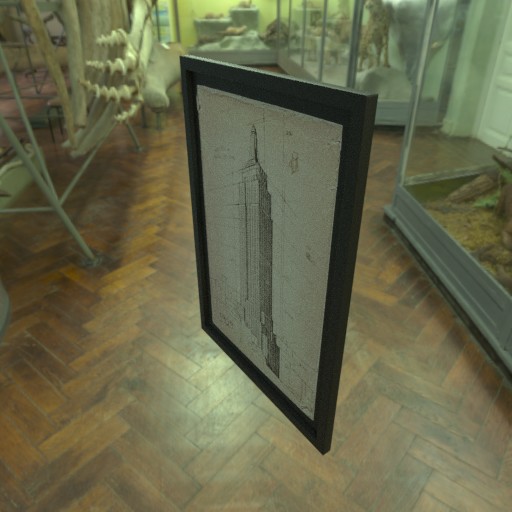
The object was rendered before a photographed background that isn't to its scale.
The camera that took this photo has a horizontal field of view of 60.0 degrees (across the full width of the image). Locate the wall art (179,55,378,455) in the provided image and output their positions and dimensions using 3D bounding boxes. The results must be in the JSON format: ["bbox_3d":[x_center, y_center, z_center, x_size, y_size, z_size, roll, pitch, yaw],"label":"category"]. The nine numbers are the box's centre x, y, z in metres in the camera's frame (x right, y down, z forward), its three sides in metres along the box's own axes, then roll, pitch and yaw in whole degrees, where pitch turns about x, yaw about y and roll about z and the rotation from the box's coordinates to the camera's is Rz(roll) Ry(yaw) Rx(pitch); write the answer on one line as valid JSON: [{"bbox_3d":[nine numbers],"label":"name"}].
[{"bbox_3d":[0.000,0.000,0.553,0.013,0.431,0.303,-20,36,-30],"label":"wall art"}]
